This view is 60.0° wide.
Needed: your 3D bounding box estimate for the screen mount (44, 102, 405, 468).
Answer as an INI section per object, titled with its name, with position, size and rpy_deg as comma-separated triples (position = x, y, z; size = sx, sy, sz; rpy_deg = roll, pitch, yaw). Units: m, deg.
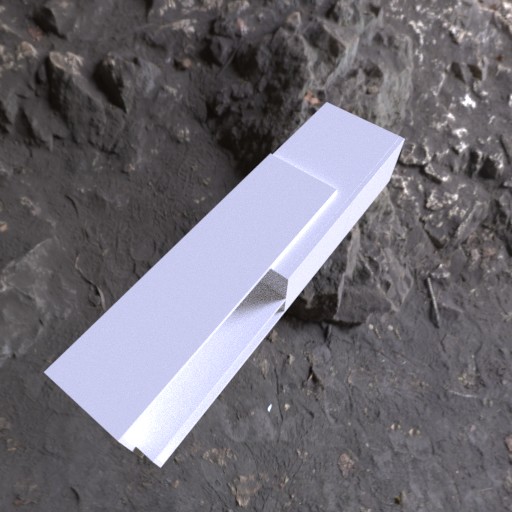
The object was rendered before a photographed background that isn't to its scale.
[screen mount]
position = 0.000, 0.000, 1.836
size = 0.420, 0.320, 1.680
rpy_deg = 33, 63, 19
